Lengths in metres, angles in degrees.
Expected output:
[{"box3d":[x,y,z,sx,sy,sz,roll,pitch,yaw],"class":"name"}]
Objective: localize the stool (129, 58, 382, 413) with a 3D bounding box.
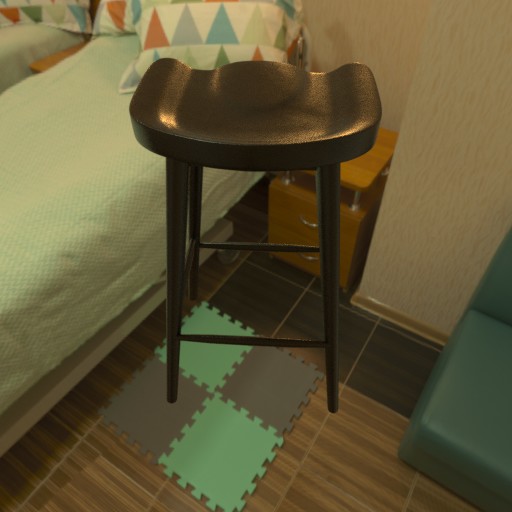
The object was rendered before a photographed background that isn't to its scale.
[{"box3d":[0.000,0.000,0.985,0.440,0.749,0.361,3,46,3],"class":"stool"}]
